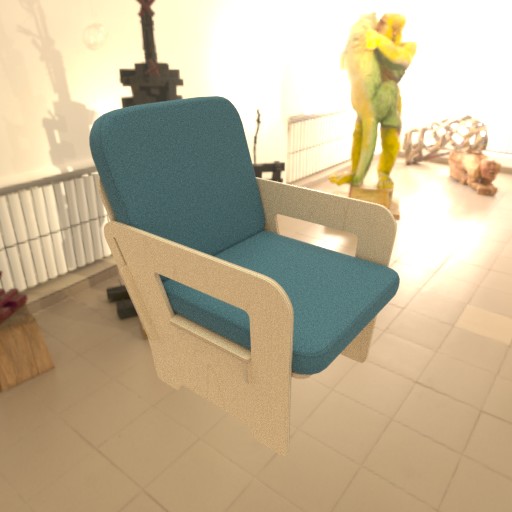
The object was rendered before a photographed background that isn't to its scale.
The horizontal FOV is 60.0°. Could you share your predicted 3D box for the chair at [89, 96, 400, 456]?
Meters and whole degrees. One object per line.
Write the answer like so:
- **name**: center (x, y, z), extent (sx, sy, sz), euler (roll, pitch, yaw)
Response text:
- **chair**: center (0.000, 0.000, 1.183), extent (0.657, 0.747, 0.547), euler (19, 32, 33)
